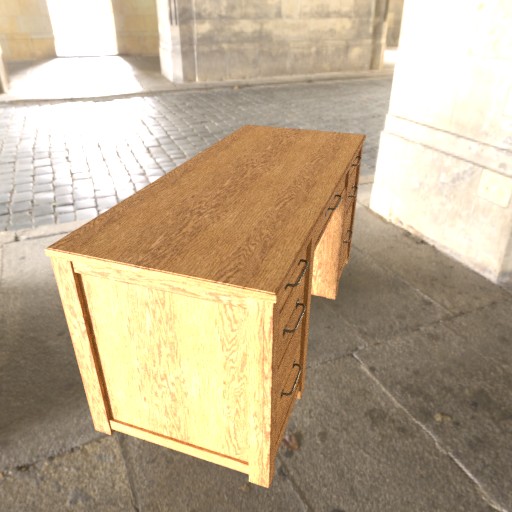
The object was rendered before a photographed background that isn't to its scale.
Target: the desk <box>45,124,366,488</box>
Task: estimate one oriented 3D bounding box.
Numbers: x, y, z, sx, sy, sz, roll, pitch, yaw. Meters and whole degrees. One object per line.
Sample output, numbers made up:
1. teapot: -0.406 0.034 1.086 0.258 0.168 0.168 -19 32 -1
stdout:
1. desk: 0.000 0.000 1.954 0.685 0.751 1.567 10 31 17
